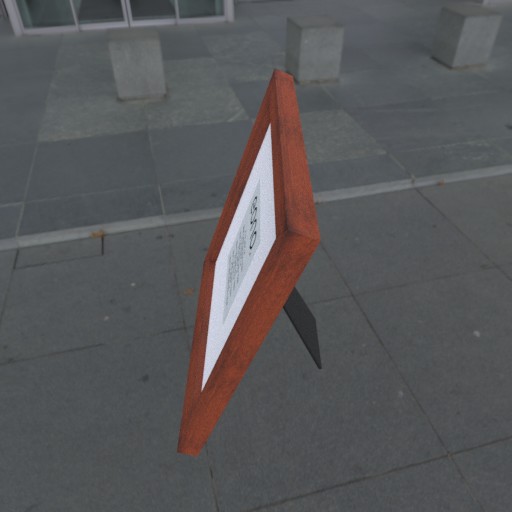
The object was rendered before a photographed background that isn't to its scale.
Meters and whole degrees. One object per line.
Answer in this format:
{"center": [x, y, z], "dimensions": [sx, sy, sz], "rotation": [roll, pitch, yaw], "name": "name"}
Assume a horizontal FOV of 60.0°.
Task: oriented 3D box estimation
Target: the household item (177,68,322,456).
{"center": [0.000, 0.000, 0.387], "dimensions": [0.131, 0.240, 0.240], "rotation": [0, 41, 0], "name": "household item"}
